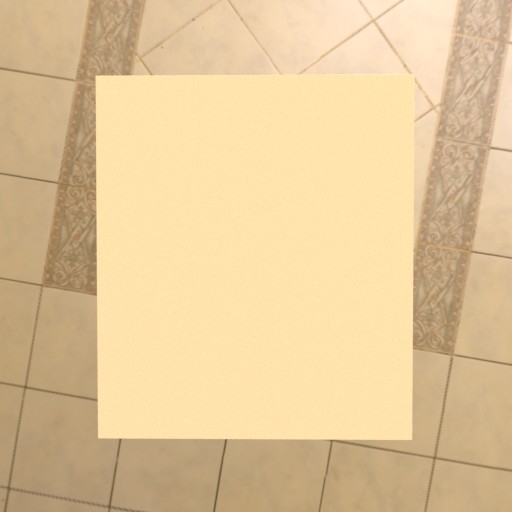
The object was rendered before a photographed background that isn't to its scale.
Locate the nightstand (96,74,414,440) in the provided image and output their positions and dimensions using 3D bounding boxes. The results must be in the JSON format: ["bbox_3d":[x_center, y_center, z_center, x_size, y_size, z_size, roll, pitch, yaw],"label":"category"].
[{"bbox_3d":[0.000,0.000,0.747,0.408,0.351,0.470,0,91,1],"label":"nightstand"}]
